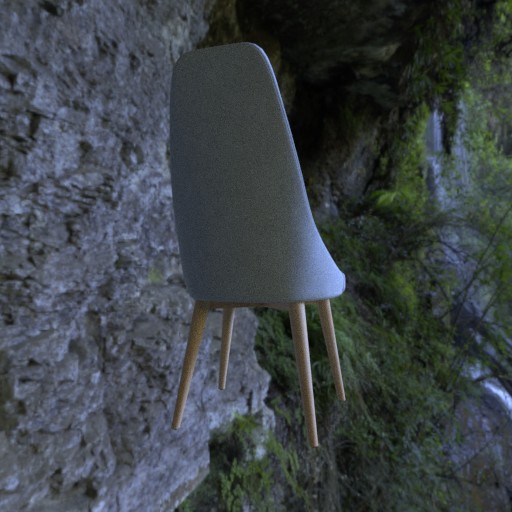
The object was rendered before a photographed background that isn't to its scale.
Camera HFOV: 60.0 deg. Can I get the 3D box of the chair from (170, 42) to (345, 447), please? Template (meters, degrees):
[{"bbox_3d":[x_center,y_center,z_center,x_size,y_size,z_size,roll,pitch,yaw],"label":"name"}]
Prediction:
[{"bbox_3d":[0.000,0.000,1.403,0.510,1.040,0.660,0,-1,18],"label":"chair"}]
